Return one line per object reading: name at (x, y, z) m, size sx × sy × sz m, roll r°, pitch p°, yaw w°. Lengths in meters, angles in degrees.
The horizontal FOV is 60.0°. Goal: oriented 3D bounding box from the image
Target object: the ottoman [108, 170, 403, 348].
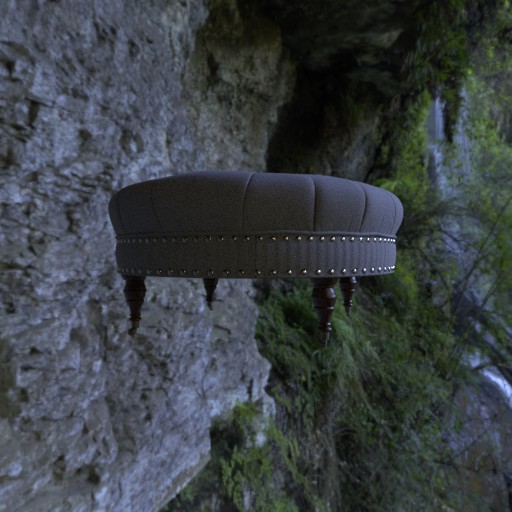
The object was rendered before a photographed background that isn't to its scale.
ottoman at (0.000, 0.000, 1.414) m, size 0.901 × 0.439 × 0.901 m, roll 0°, pitch 1°, yaw 0°
